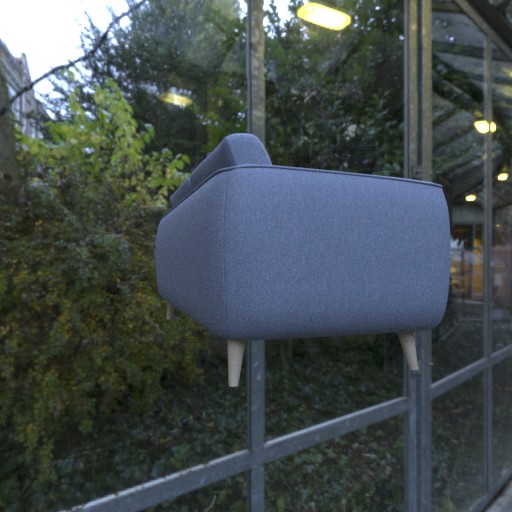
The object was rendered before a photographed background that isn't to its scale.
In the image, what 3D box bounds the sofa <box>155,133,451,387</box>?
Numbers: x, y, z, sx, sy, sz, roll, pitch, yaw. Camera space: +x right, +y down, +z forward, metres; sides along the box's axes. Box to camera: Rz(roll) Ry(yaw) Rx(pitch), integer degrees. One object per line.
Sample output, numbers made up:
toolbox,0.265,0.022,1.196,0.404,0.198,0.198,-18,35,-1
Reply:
sofa,0.000,0.000,2.430,0.920,0.870,2.000,0,-1,-18
